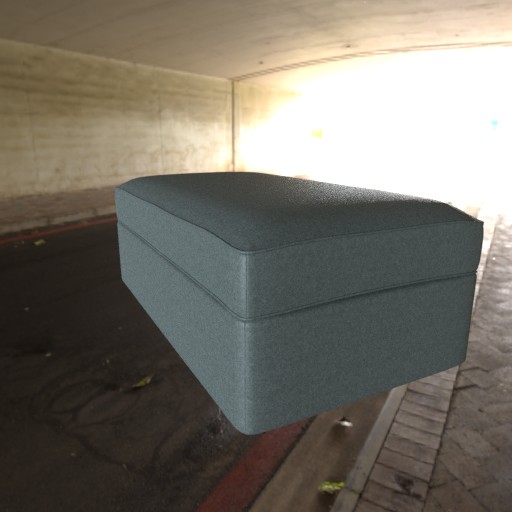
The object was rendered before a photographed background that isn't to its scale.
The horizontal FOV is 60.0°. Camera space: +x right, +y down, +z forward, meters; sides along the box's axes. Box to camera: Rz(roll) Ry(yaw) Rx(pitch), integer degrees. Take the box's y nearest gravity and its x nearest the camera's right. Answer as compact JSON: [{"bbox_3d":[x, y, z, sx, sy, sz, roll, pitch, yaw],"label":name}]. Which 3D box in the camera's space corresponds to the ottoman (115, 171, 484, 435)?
[{"bbox_3d":[0.000,0.000,1.468,0.681,0.494,1.173,-8,17,-27],"label":"ottoman"}]
